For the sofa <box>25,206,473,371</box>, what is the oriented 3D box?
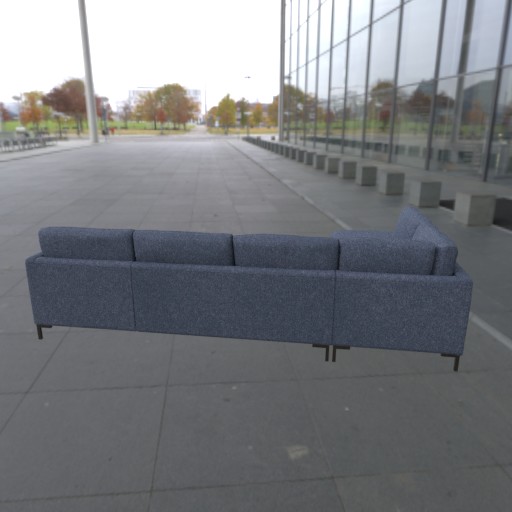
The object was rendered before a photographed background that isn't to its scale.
[{"bbox_3d":[0.000,0.000,3.801,2.956,0.813,2.007,2,17,8],"label":"sofa"}]
